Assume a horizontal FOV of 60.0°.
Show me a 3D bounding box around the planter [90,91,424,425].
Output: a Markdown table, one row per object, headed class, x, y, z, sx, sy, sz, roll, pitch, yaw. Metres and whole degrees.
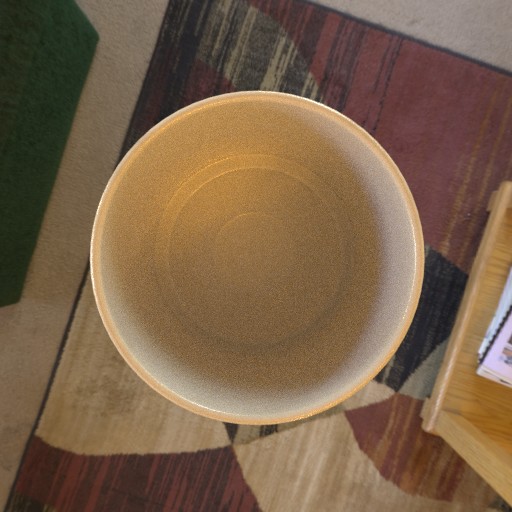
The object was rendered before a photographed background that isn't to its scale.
| class | x | y | z | sx | sy | sz | roll | pitch | yaw |
| --- | --- | --- | --- | --- | --- | --- | --- | --- | --- |
| planter | 0.000 | 0.000 | 0.342 | 0.193 | 0.177 | 0.193 | 0 | 91 | -1 |
